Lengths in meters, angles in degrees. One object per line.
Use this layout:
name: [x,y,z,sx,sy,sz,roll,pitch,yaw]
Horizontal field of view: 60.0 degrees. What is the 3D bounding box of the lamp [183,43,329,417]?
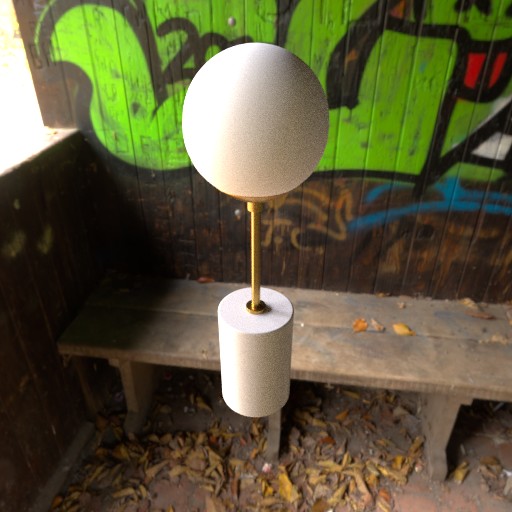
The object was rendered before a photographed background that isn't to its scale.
lamp: [0.000,0.000,0.552,0.153,0.480,0.153,0,31,0]
